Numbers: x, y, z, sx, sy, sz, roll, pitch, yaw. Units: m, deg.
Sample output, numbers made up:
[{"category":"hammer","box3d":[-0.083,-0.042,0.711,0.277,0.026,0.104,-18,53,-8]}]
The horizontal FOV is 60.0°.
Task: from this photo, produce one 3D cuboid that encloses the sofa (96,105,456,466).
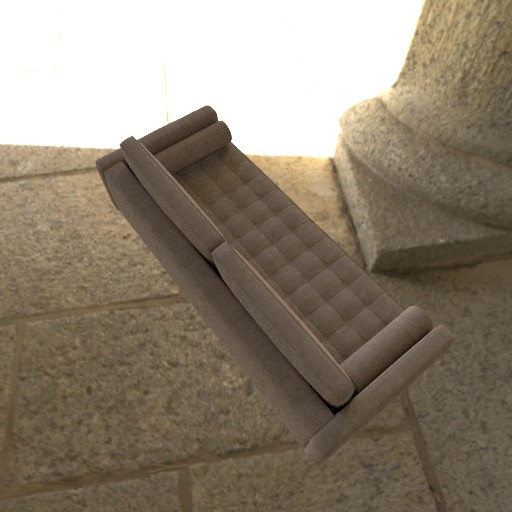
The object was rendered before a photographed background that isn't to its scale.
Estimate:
[{"category":"sofa","box3d":[0.000,0.000,2.673,0.919,0.770,2.200,-34,65,-18]}]
